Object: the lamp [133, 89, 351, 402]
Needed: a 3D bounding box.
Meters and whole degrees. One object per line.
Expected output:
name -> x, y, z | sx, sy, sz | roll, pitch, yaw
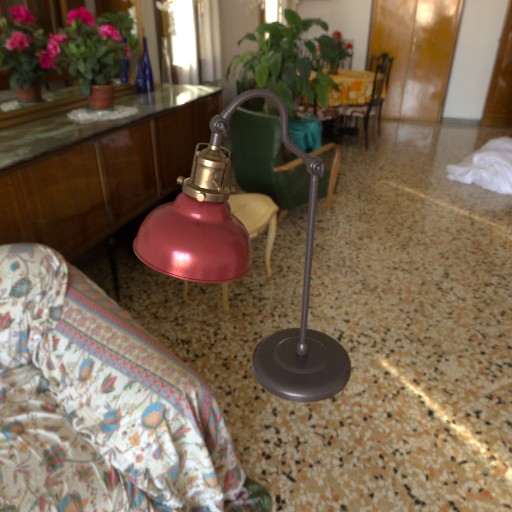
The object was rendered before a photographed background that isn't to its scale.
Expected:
lamp -> 0.000, 0.000, 0.714 | 0.374, 0.508, 0.192 | -8, 30, -15
